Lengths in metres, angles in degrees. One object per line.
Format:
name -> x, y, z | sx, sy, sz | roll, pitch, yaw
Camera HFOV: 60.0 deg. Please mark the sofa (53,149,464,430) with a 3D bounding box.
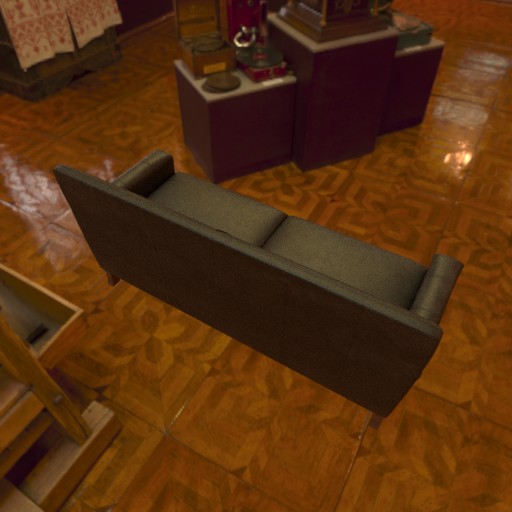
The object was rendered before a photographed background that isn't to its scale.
sofa -> 0.000, 0.000, 2.522 | 2.053, 0.947, 0.805 | 24, 50, 21
